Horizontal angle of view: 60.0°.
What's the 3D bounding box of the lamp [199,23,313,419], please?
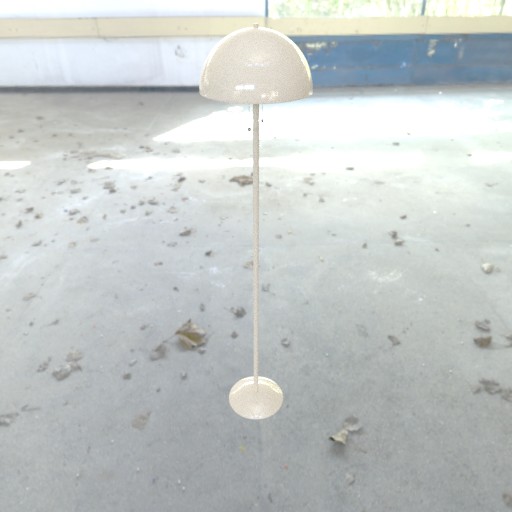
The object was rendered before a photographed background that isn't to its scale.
[{"bbox_3d":[0.000,0.000,1.589,0.328,1.480,0.328,0,32,0],"label":"lamp"}]
